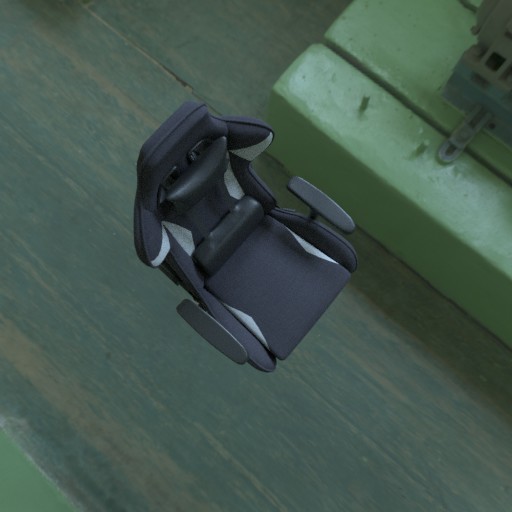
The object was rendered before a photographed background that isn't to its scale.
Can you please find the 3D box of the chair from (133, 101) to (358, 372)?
[{"bbox_3d":[0.000,0.000,1.721,0.695,1.300,0.730,39,80,9],"label":"chair"}]
